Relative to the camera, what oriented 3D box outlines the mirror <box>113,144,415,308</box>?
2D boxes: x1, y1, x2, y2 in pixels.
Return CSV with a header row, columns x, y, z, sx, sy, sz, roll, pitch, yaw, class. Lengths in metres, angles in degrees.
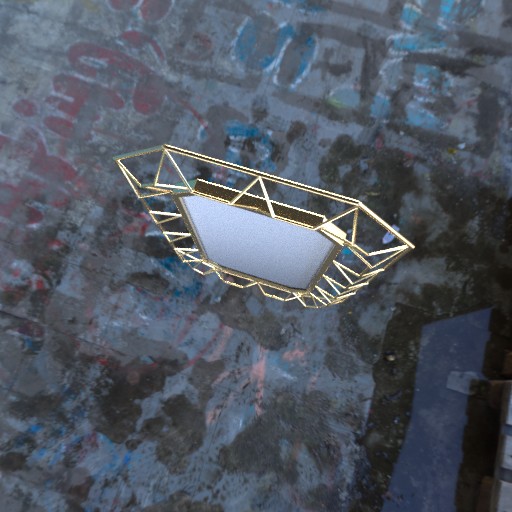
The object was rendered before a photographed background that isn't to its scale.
x,y,z,sx,sy,sz,roll,pitch,yaw,class
0.000,0.000,1.105,0.572,0.870,0.051,17,76,4,mirror
